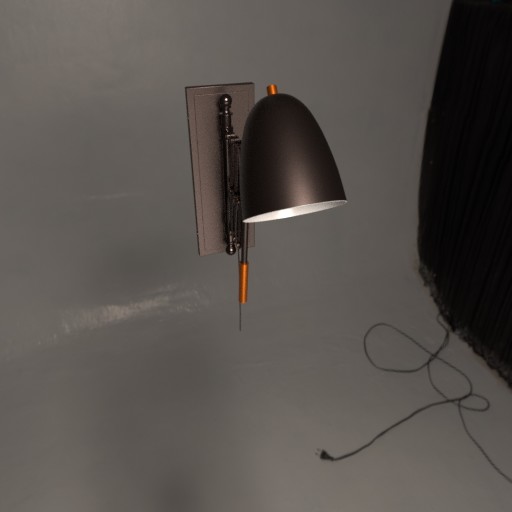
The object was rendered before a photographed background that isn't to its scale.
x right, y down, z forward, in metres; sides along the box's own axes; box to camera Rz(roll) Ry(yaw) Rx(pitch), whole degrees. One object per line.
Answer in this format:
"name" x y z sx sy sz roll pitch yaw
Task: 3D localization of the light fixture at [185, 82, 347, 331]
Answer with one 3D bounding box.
"light fixture" 0.000 0.000 0.931 0.162 0.715 0.499 -10 34 -16
